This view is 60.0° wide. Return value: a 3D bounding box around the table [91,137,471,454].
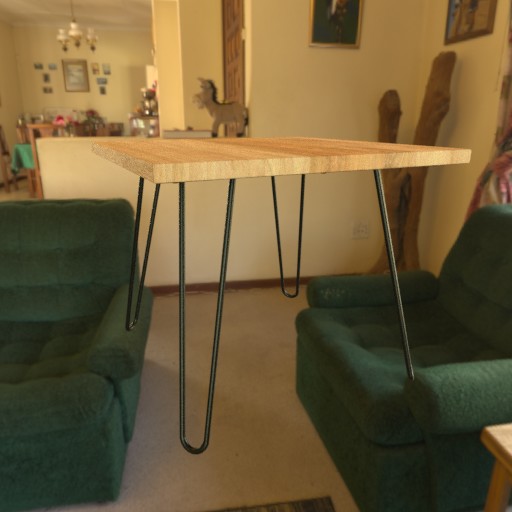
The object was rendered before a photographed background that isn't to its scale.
[{"bbox_3d":[0.000,0.000,1.026,0.599,0.500,0.599,-9,19,-25],"label":"table"}]
